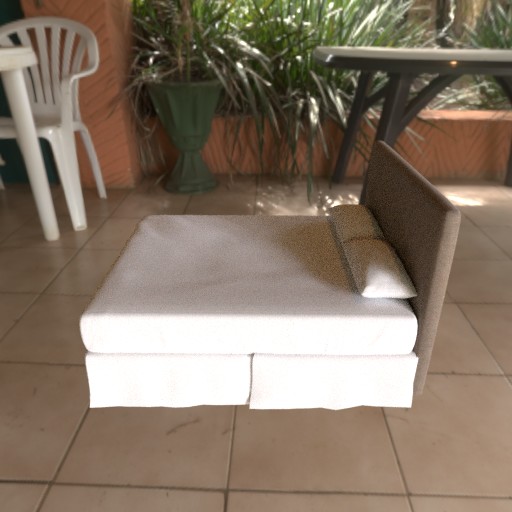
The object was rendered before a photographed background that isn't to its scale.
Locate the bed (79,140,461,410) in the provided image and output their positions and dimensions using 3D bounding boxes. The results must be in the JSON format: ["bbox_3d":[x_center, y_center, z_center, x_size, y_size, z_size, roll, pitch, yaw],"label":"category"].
[{"bbox_3d":[0.000,0.000,3.237,2.142,1.330,1.723,0,27,1],"label":"bed"}]
